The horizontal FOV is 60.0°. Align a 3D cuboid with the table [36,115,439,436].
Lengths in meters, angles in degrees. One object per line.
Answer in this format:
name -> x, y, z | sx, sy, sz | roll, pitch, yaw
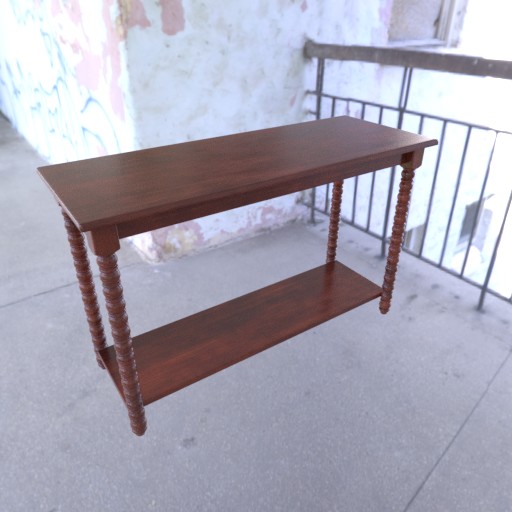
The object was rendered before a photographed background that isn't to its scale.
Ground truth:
table -> 0.000, 0.000, 1.545 | 1.184, 0.740, 0.459 | -19, 35, -29
